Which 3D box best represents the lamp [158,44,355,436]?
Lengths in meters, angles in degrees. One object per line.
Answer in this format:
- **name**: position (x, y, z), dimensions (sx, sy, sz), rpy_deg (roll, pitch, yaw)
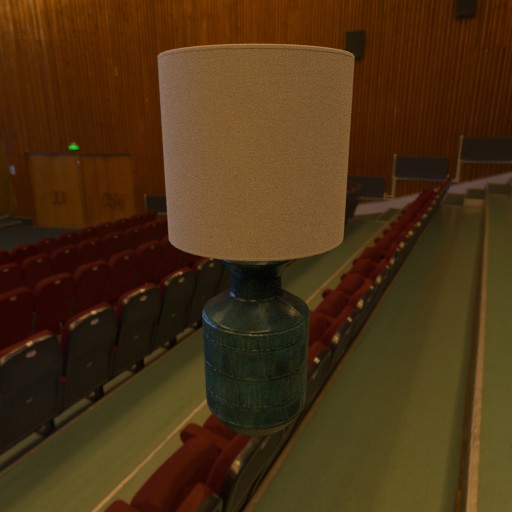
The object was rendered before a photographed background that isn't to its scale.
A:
- **lamp**: position (0.000, 0.000, 0.555), dimensions (0.211, 0.455, 0.211), rpy_deg (9, 20, 25)
